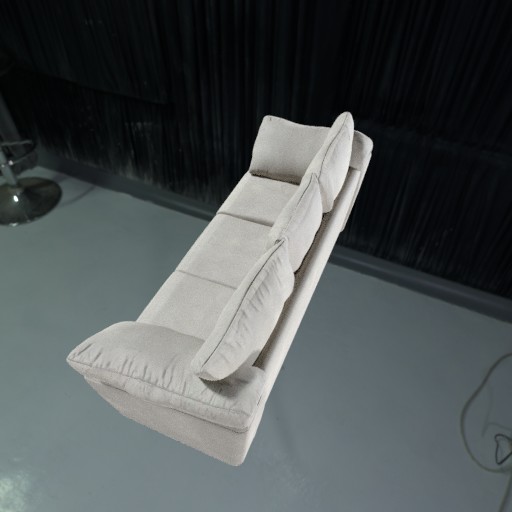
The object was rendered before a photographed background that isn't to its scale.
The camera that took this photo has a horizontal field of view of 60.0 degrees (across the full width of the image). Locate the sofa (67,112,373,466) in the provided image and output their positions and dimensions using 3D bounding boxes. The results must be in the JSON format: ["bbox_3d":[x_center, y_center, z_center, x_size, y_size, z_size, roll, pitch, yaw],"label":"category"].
[{"bbox_3d":[0.000,0.000,2.756,0.878,0.996,2.334,17,49,16],"label":"sofa"}]
